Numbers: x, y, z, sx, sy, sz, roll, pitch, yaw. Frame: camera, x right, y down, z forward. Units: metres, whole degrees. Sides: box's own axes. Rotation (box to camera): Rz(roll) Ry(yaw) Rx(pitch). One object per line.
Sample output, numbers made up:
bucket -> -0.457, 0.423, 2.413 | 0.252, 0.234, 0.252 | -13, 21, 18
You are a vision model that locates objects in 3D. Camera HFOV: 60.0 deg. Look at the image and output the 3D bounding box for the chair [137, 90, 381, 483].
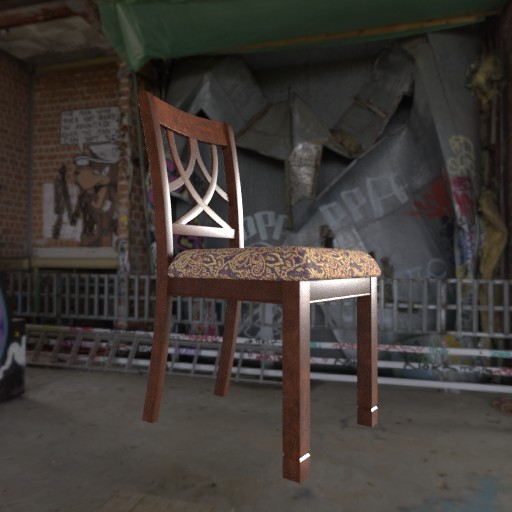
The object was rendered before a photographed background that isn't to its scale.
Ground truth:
chair -> 0.000, 0.000, 1.276 | 0.584, 0.965, 0.457 | -1, -1, 36
